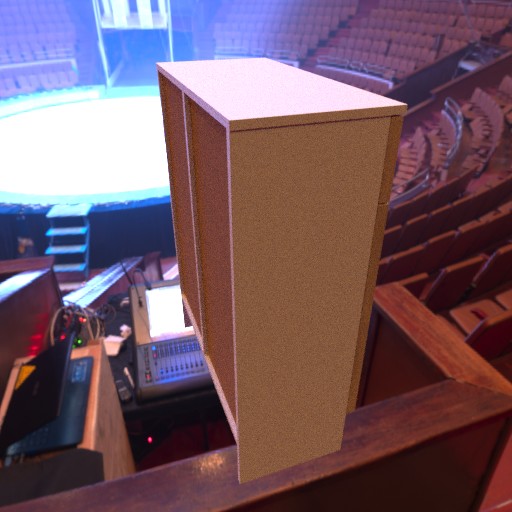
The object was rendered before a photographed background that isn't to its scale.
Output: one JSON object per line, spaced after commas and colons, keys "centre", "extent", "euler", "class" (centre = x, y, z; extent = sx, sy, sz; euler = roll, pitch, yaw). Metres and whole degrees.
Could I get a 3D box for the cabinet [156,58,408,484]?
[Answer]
{"centre": [0.000, 0.000, 1.084], "extent": [0.296, 0.815, 0.600], "euler": [-11, 32, -17], "class": "cabinet"}
